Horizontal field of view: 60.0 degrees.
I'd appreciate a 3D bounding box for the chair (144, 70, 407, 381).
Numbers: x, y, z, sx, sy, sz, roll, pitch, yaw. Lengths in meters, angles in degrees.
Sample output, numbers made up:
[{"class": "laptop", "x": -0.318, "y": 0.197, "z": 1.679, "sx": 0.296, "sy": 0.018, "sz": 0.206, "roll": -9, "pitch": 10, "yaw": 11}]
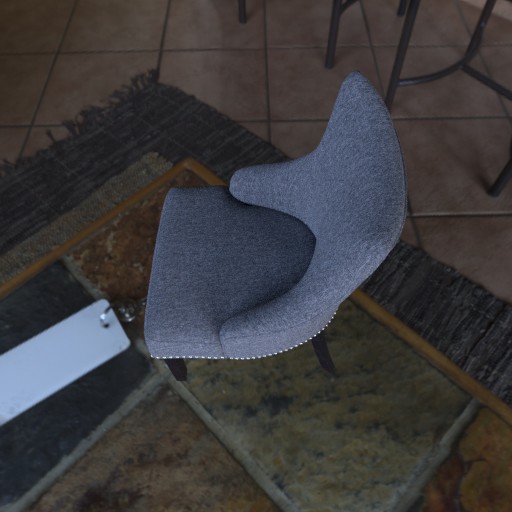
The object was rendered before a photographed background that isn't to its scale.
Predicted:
[{"class": "chair", "x": 0.000, "y": 0.000, "z": 1.311, "sx": 0.629, "sy": 0.909, "sz": 0.566, "roll": 1, "pitch": 59, "yaw": 1}]
